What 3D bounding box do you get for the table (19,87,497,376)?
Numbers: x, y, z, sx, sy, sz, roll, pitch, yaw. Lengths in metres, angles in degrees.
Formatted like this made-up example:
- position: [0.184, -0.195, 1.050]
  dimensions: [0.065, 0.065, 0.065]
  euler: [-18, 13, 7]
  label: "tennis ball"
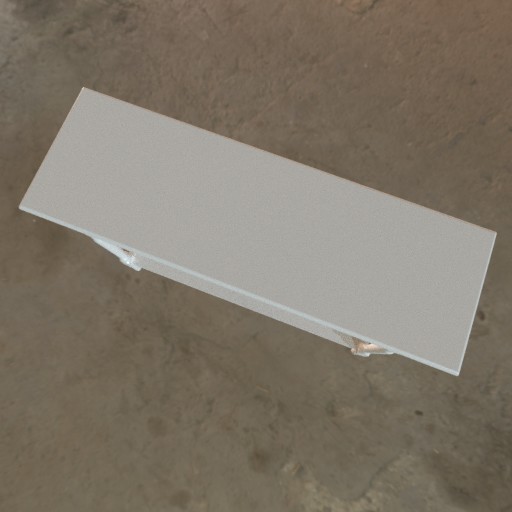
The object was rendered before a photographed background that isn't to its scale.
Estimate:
- position: [0.000, 0.000, 1.545]
  dimensions: [1.191, 0.814, 0.386]
  euler: [20, 77, 5]
  label: "table"
